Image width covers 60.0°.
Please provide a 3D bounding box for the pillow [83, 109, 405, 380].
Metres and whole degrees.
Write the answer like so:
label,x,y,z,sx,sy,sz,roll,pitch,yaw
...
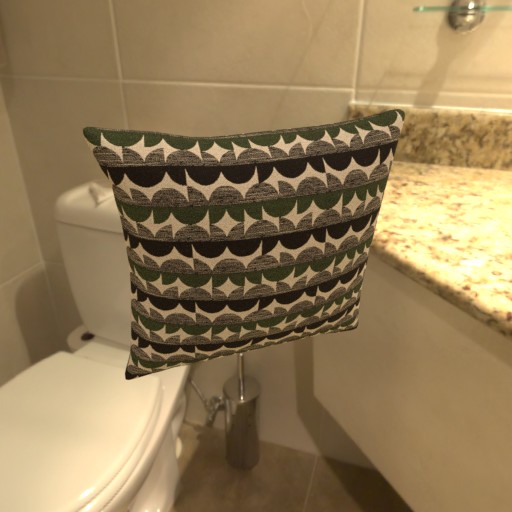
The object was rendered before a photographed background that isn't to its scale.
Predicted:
label,x,y,z,sx,sy,sz,roll,pitch,yaw
pillow,0.000,0.000,0.651,0.419,0.404,0.180,-9,28,-17
